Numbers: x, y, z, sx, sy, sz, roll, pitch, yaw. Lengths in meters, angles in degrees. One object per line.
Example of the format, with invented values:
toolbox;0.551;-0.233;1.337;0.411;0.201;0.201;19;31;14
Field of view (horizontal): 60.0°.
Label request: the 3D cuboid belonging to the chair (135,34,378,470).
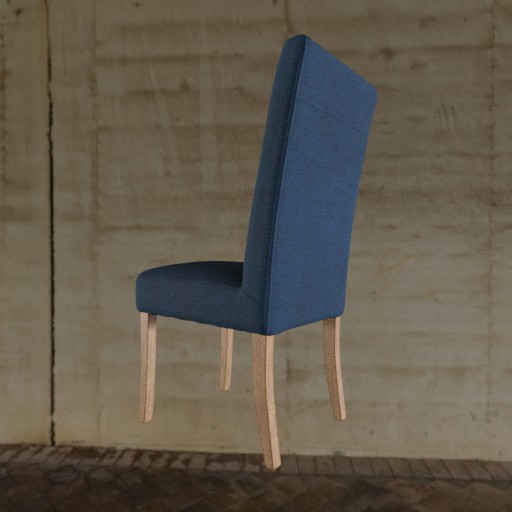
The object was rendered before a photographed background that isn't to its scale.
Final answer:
chair;0.000;0.000;1.349;0.610;1.029;0.450;1;1;36
